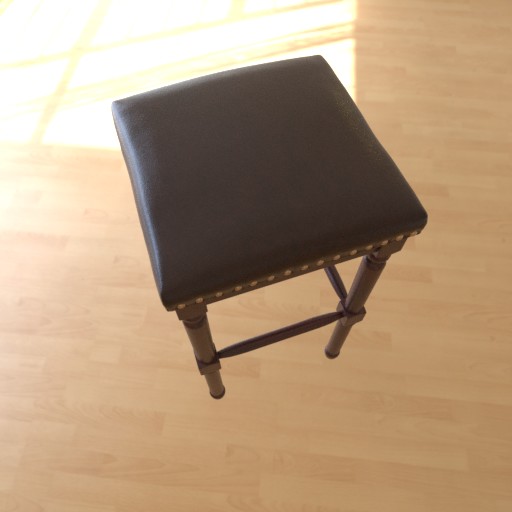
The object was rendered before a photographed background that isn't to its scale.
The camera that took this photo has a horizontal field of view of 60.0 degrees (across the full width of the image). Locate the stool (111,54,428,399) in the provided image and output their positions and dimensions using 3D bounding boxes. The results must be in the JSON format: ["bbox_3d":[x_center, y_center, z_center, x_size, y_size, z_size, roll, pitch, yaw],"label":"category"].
[{"bbox_3d":[0.000,0.000,0.928,0.383,0.702,0.382,-17,61,-9],"label":"stool"}]
